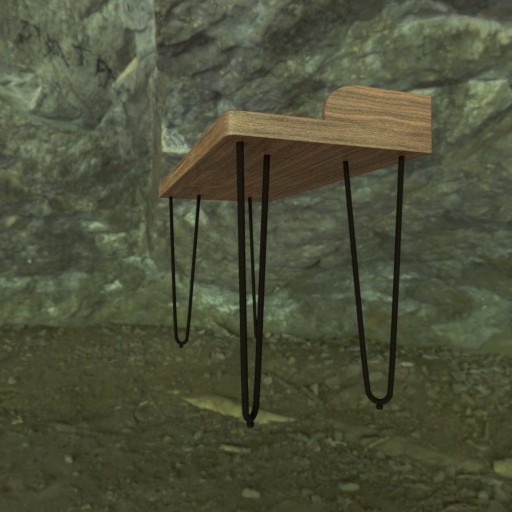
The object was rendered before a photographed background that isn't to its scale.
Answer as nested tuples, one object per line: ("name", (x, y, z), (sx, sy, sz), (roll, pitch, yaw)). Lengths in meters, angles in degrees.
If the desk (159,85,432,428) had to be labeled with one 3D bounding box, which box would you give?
("desk", (0.000, 0.000, 1.648), (0.565, 0.854, 1.200), (0, 0, -20))
